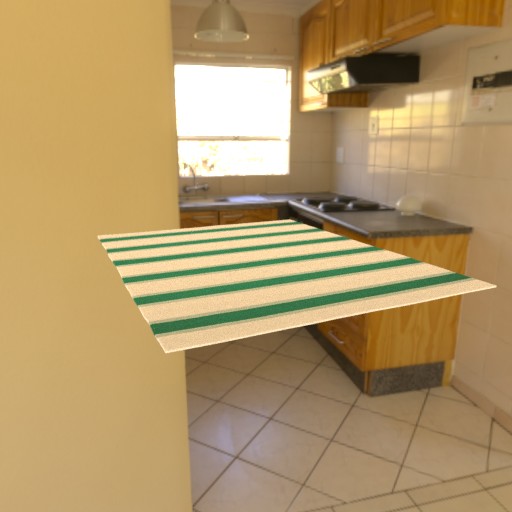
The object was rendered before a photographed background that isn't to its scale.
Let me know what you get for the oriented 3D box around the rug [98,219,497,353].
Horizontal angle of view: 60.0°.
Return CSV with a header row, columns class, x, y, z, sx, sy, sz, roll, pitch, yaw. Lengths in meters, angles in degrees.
class,x,y,z,sx,sy,sz,roll,pitch,yaw
rug,0.000,0.000,4.035,2.434,0.019,3.041,-7,16,-24
